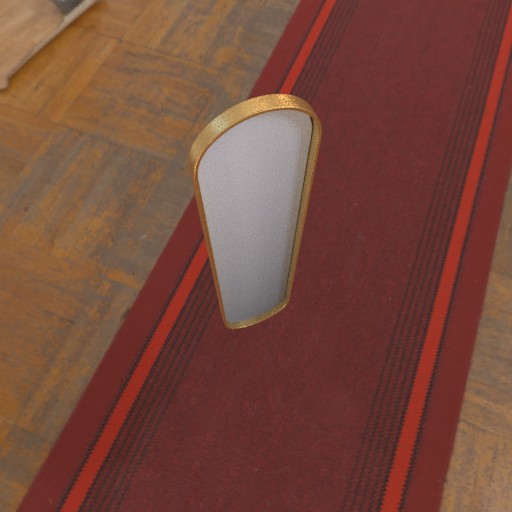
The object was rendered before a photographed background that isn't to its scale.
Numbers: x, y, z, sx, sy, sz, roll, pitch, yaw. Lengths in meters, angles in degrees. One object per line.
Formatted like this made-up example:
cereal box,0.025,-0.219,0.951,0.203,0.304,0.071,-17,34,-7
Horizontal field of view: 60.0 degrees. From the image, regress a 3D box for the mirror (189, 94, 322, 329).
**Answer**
mirror,0.000,0.000,1.073,0.222,0.991,0.032,-21,66,-10
